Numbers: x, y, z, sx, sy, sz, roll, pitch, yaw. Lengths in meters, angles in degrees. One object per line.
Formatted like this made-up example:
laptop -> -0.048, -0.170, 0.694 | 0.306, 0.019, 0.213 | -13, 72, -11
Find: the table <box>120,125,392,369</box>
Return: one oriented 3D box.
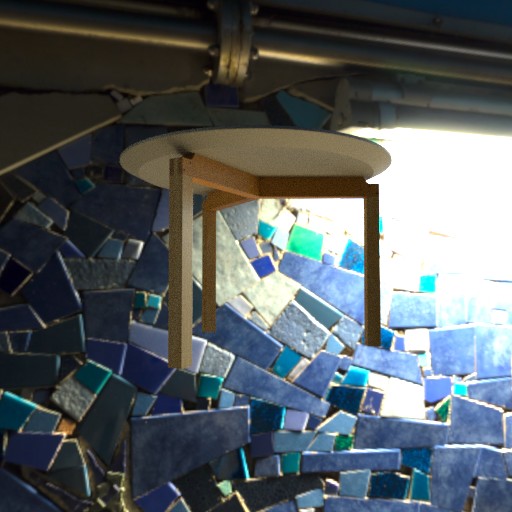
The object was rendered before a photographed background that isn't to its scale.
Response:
table -> 0.000, 0.000, 1.013 | 0.600, 0.405, 0.600 | 0, -2, 0
